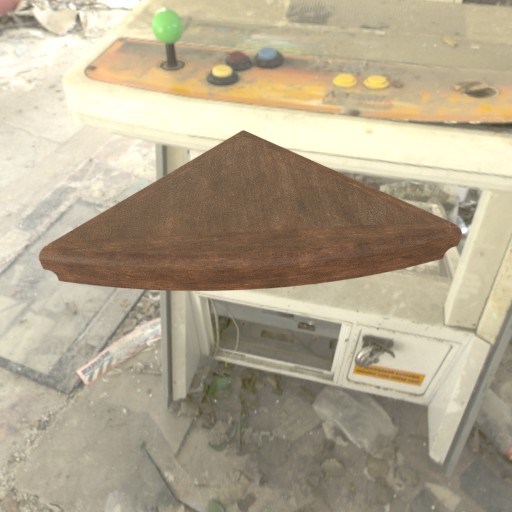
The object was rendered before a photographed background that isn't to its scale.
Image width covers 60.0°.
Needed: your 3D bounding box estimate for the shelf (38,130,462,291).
[{"bbox_3d":[0.000,0.000,0.466,0.310,0.050,0.310,31,53,27],"label":"shelf"}]
